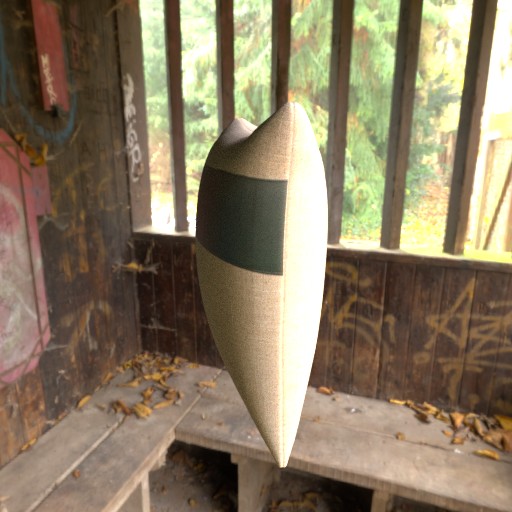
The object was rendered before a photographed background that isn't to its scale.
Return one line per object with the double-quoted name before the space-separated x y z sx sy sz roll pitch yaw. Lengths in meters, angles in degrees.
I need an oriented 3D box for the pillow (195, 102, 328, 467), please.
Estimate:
"pillow" 0.000 0.000 0.645 0.173 0.399 0.414 -2 16 -9
